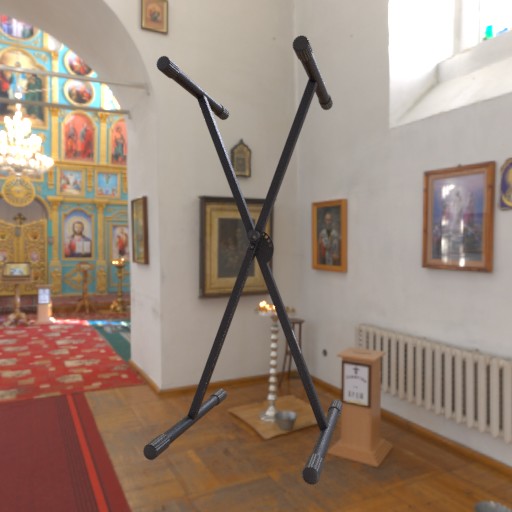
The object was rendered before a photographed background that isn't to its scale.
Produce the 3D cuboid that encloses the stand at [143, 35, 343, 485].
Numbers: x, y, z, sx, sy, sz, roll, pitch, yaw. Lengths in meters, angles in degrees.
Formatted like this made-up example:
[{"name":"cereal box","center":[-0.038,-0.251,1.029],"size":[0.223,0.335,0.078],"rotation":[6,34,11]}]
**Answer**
[{"name":"stand","center":[0.000,0.000,1.180],"size":[0.409,0.940,0.449],"rotation":[0,0,17]}]
